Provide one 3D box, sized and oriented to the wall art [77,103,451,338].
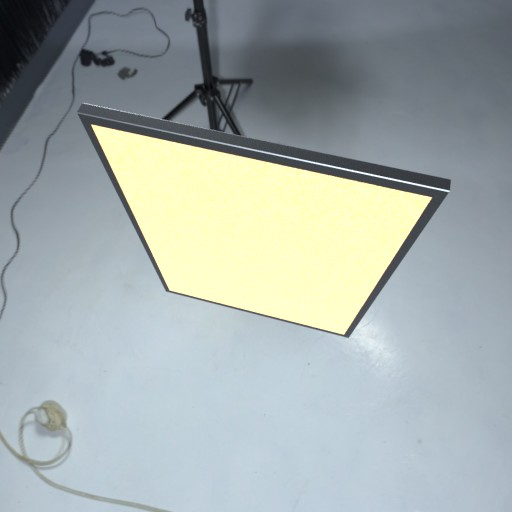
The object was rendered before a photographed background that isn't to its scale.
[{"bbox_3d":[0.000,0.000,1.358,0.774,1.027,0.030,13,65,6],"label":"wall art"}]
